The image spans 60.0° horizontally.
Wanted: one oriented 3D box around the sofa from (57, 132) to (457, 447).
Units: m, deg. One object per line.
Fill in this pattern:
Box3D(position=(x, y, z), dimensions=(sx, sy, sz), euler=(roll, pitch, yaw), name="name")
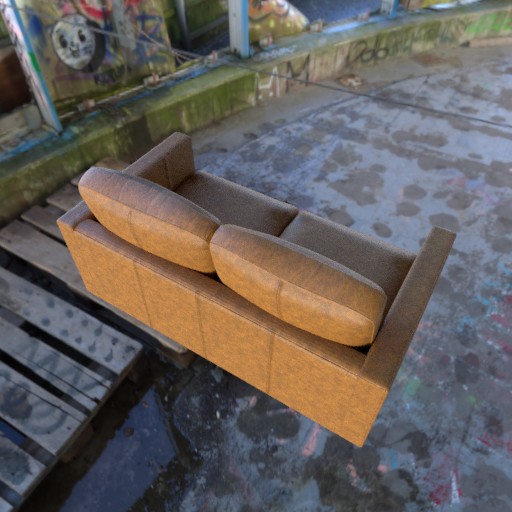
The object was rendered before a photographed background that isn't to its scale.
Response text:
Box3D(position=(0.000, 0.000, 2.142), dimensions=(1.578, 0.951, 0.909), euler=(24, 52, 21), name="sofa")
